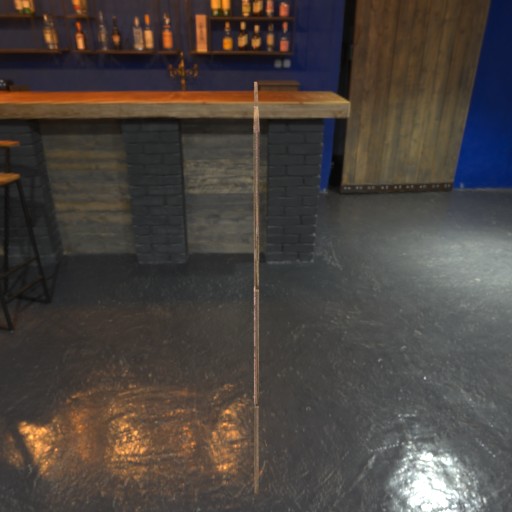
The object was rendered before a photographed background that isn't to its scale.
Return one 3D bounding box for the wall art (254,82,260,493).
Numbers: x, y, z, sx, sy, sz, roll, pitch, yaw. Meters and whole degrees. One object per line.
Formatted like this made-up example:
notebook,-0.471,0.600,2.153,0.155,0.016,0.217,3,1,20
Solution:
wall art,0.000,0.000,1.792,0.013,1.213,1.215,0,26,0
